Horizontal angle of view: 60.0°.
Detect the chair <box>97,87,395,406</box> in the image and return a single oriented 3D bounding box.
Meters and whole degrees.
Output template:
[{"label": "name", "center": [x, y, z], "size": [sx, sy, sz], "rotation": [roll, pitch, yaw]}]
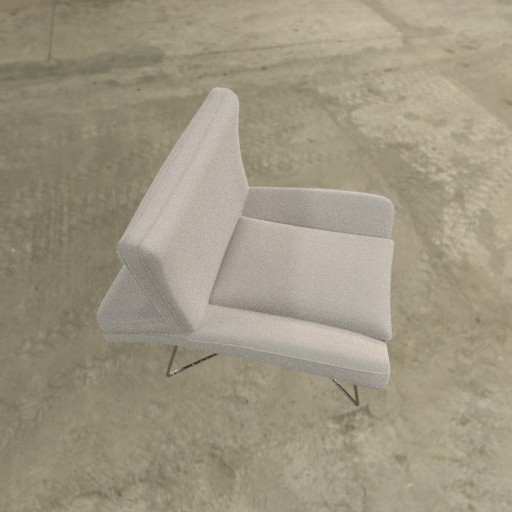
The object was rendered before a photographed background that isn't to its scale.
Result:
[{"label": "chair", "center": [0.000, 0.000, 1.635], "size": [1.008, 0.855, 0.859], "rotation": [10, 48, 9]}]
